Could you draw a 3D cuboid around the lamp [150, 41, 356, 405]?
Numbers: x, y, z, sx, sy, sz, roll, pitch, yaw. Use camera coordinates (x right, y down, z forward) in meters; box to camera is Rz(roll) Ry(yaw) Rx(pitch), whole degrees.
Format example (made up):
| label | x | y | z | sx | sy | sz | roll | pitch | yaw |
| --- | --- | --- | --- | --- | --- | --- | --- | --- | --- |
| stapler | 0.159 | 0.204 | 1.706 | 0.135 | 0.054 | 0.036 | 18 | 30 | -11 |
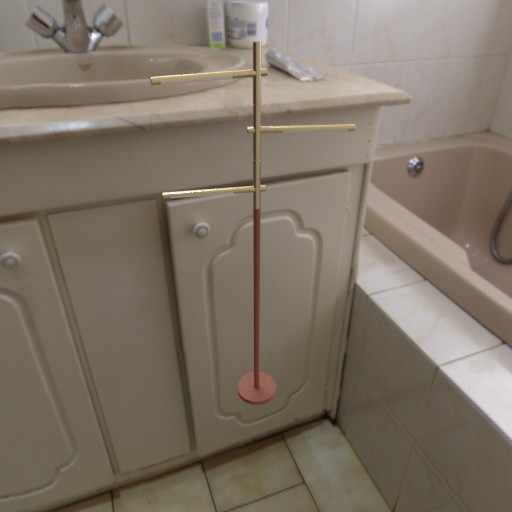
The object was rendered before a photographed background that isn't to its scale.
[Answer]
| label | x | y | z | sx | sy | sz | roll | pitch | yaw |
| --- | --- | --- | --- | --- | --- | --- | --- | --- | --- |
| lamp | 0.000 | 0.000 | 1.947 | 0.737 | 1.704 | 0.209 | -10 | 33 | -16 |
